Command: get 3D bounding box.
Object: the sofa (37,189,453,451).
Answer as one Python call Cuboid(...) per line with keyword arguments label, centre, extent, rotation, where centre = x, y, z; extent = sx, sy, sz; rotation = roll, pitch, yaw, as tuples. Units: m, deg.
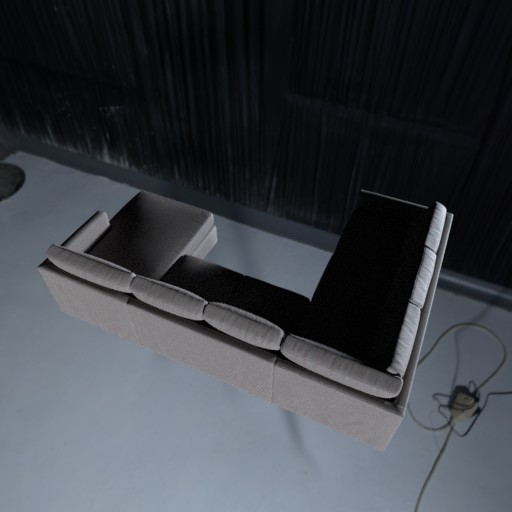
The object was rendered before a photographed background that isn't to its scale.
Cuboid(label="sofa", centre=(0.000, 0.000, 4.581), extent=(3.460, 0.882, 2.427), rotation=(19, 50, 17))
